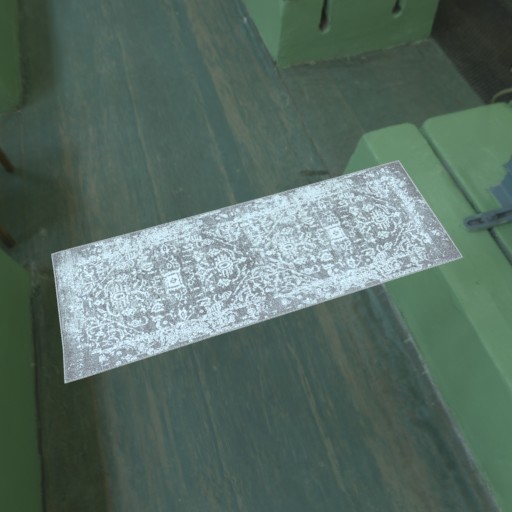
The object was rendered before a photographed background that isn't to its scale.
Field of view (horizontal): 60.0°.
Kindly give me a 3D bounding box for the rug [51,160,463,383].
[{"bbox_3d":[0.000,0.000,2.776,2.452,0.017,0.855,-16,61,-9],"label":"rug"}]
